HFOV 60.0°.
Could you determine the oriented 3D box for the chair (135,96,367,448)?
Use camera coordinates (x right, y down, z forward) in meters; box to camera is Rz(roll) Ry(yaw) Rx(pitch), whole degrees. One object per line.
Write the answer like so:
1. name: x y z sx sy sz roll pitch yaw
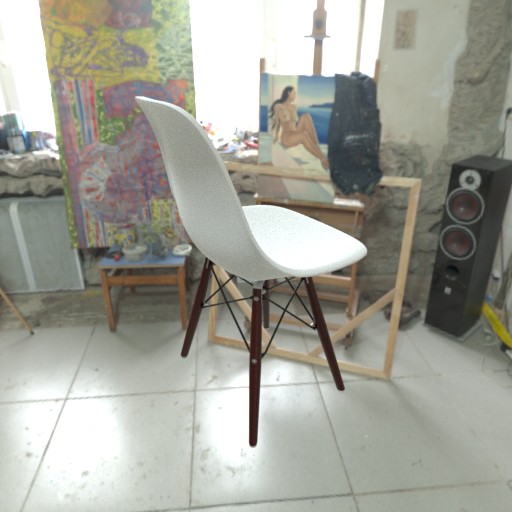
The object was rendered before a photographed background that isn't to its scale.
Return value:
1. chair: 0.000 0.000 1.179 0.533 0.826 0.470 -17 31 -31
